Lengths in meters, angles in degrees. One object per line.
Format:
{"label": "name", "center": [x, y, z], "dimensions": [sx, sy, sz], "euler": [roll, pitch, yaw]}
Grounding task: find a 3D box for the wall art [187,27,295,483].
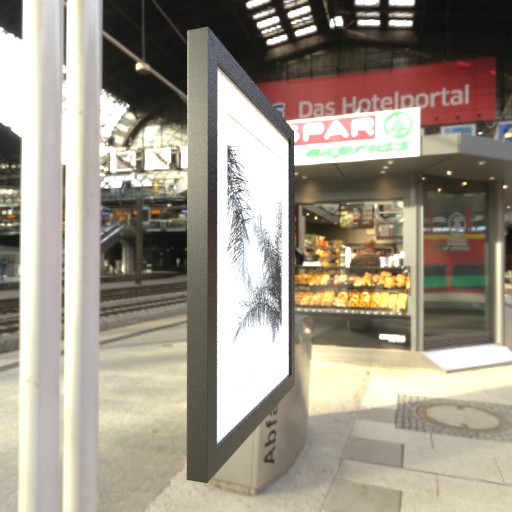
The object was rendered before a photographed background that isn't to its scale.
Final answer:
{"label": "wall art", "center": [0.000, 0.000, 0.761], "dimensions": [0.028, 0.557, 0.457], "euler": [0, -1, 18]}
